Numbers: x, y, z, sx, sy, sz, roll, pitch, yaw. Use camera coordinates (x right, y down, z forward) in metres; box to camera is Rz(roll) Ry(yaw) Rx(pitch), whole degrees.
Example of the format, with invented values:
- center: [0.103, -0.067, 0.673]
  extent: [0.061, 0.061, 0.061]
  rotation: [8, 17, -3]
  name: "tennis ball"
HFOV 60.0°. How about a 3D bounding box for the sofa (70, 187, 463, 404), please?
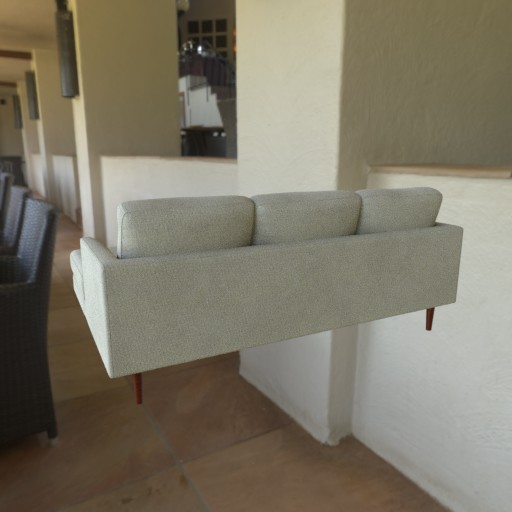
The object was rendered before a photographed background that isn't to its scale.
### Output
- center: [0.000, 0.000, 3.017]
  extent: [2.233, 0.956, 1.504]
  rotation: [-7, 15, -27]
  name: "sofa"
